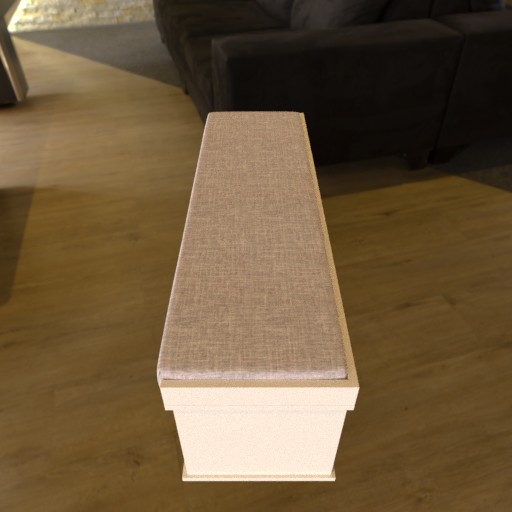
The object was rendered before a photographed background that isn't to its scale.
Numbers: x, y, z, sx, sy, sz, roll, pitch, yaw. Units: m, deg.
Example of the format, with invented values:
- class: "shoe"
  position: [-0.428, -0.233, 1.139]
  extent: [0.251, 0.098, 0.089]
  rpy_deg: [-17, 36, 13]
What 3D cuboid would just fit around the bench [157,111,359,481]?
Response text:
- class: "bench"
  position: [0.000, 0.000, 1.367]
  extent: [0.363, 0.453, 1.196]
  rpy_deg: [0, 40, 0]
